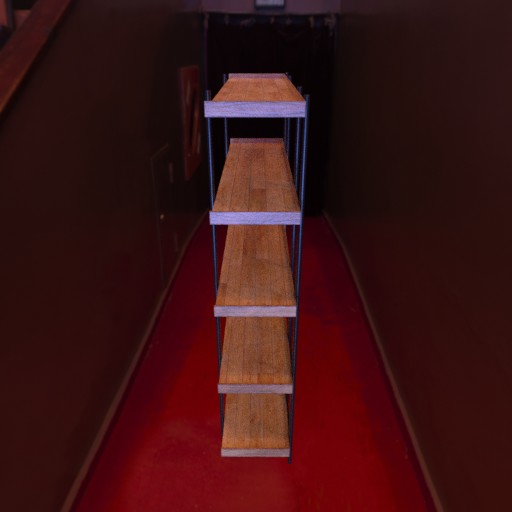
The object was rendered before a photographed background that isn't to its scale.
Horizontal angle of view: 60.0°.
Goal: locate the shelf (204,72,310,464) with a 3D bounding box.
[{"bbox_3d":[0.000,0.000,2.476,0.379,1.826,1.371,0,26,0],"label":"shelf"}]
